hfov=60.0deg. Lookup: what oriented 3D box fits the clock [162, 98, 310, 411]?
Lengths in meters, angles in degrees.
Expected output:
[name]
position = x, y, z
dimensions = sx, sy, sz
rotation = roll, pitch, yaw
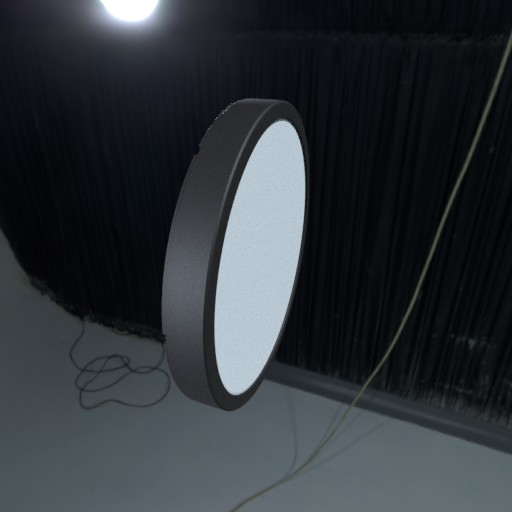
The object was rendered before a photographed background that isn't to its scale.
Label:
[clock]
position = 0.000, 0.000, 0.439
dimensions = 0.040, 0.293, 0.293
rotation = 10, 31, 18
